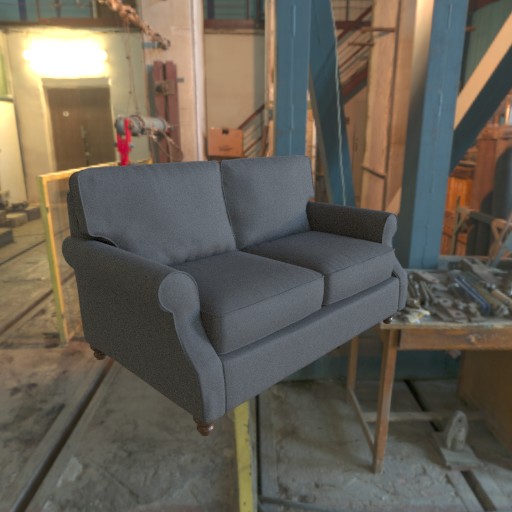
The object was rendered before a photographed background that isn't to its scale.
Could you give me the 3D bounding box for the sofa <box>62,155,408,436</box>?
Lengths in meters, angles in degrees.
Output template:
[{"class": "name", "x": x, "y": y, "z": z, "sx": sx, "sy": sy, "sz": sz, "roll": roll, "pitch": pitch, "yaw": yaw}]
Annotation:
[{"class": "sofa", "x": 0.000, "y": 0.000, "z": 2.252, "sx": 0.964, "sy": 0.937, "sz": 1.665, "roll": 15, "pitch": 22, "yaw": 42}]
